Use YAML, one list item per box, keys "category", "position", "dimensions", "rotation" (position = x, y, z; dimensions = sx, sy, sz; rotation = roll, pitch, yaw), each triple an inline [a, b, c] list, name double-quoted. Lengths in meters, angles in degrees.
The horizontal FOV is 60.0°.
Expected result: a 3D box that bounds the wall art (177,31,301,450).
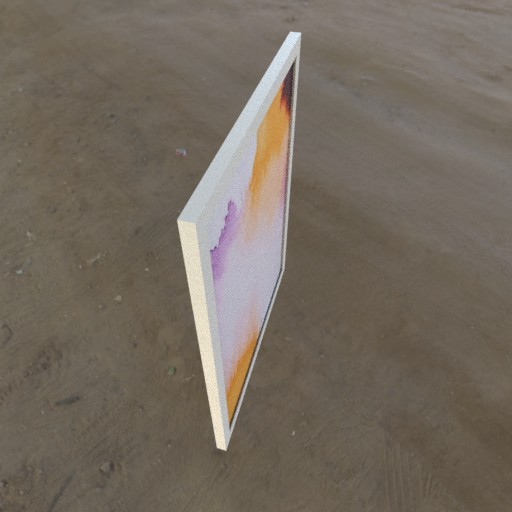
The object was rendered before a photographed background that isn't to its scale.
- category: "wall art"
  position: [0.000, 0.000, 1.089]
  dimensions: [0.026, 0.811, 0.661]
  rotation: [12, 48, 11]
